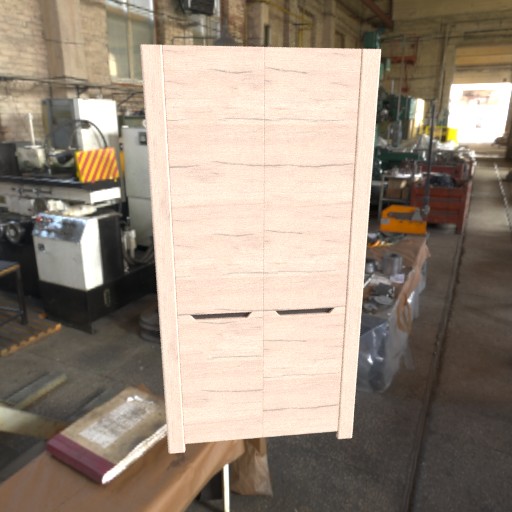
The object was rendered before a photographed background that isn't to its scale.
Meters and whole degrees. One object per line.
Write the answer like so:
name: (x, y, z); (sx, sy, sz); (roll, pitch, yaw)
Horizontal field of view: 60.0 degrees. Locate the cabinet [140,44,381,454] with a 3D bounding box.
cabinet: (0.000, 0.000, 2.336); (0.980, 1.930, 0.580); (-2, 17, -7)
